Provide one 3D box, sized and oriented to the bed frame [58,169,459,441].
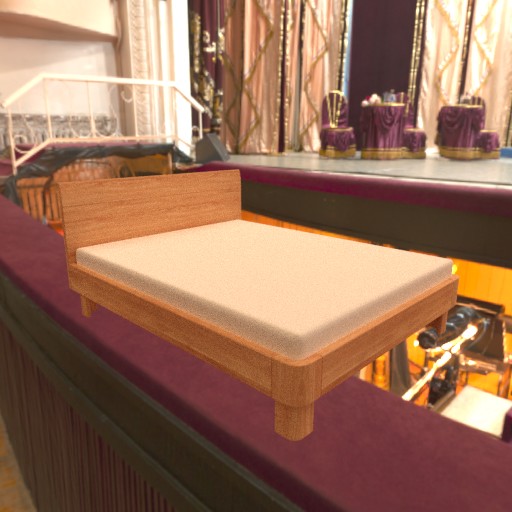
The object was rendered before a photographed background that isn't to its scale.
[{"bbox_3d":[0.000,0.000,2.951,2.092,0.940,1.660,14,21,42],"label":"bed frame"}]
